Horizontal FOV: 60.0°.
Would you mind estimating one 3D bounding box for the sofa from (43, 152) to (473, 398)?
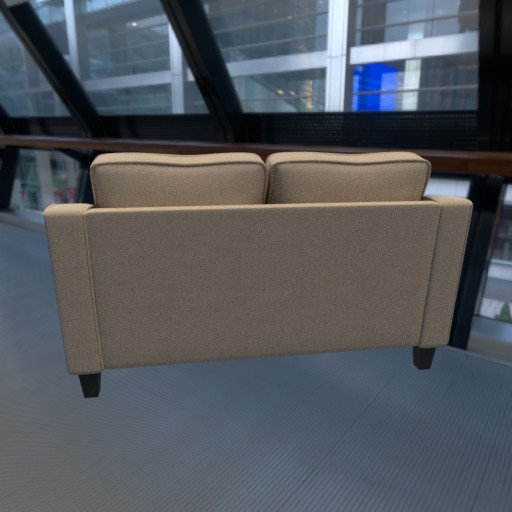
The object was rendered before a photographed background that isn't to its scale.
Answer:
[{"bbox_3d":[0.000,0.000,3.371,2.587,1.562,1.351,-2,15,-9],"label":"sofa"}]
